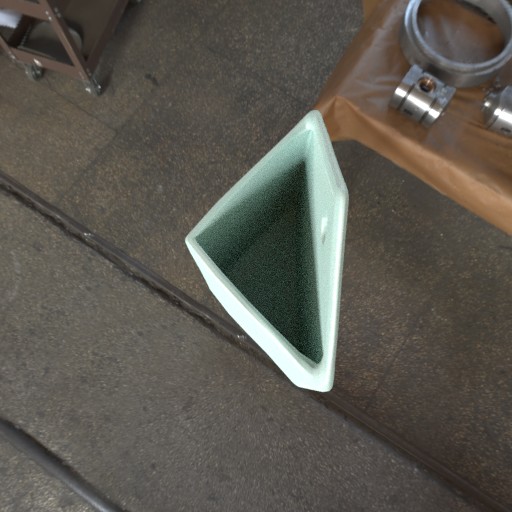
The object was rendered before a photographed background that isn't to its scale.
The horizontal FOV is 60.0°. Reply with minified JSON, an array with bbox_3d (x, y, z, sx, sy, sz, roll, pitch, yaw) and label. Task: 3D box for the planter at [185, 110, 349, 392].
[{"bbox_3d":[0.000,0.000,0.281,0.079,0.197,0.164,0,75,0],"label":"planter"}]
